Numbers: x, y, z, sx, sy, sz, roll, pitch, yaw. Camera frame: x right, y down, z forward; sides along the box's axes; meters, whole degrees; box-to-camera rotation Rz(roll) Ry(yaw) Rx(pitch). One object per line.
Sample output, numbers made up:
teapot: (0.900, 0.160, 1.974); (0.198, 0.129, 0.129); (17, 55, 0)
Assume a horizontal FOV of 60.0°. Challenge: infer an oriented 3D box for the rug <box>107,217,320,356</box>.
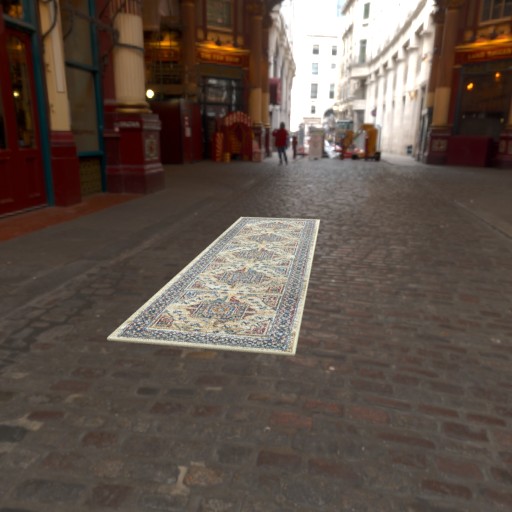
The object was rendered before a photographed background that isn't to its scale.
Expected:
rug: (0.000, 0.000, 2.588); (0.661, 0.013, 2.297); (3, 16, 10)
